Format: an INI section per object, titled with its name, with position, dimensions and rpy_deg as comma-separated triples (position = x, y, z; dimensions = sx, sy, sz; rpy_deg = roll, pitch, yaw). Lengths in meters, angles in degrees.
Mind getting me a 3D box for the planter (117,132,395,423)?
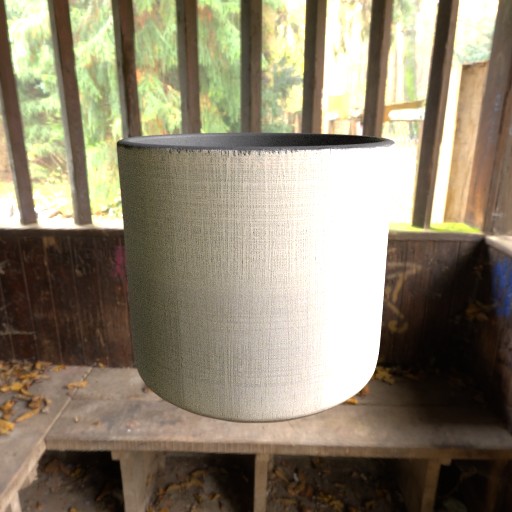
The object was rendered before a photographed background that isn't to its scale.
[planter]
position = 0.000, 0.000, 0.389
dimensions = 0.221, 0.201, 0.221
rpy_deg = 0, 18, 0
